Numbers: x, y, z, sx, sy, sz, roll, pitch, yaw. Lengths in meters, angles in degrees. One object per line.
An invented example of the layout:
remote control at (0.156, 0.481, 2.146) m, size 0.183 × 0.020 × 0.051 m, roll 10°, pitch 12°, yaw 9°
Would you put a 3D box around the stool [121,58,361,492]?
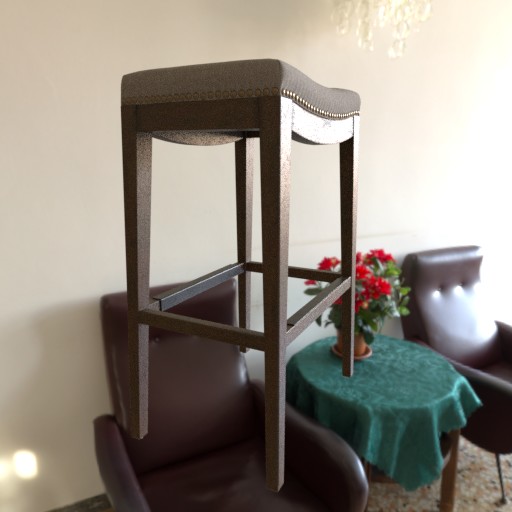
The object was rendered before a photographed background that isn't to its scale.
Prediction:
stool at (0.000, 0.000, 1.028) m, size 0.356 × 0.762 × 0.508 m, roll 7°, pitch 15°, yaw 27°
